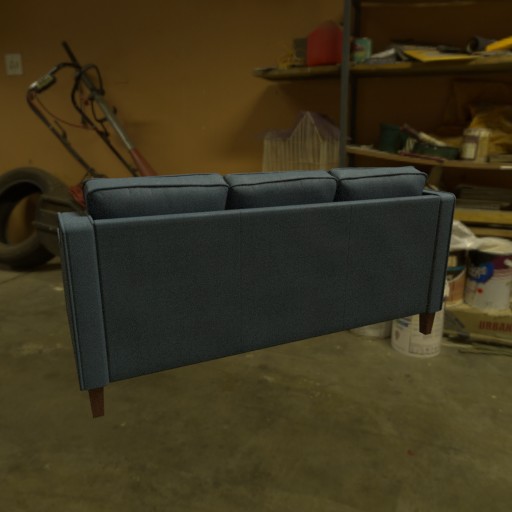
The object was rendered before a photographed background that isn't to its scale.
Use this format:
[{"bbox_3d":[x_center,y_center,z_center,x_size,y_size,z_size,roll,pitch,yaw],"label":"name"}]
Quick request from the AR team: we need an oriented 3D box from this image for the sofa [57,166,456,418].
[{"bbox_3d":[0.000,0.000,2.478,1.986,0.974,0.911,-7,17,-25],"label":"sofa"}]
